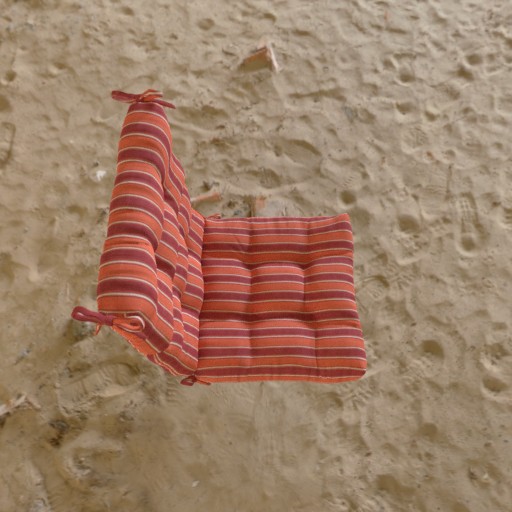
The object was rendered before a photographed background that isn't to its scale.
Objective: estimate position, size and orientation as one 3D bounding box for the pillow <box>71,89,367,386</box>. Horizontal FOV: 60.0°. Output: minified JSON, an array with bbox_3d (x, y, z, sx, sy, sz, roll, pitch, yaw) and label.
[{"bbox_3d":[0.000,0.000,1.026,0.571,0.605,0.519,0,65,0],"label":"pillow"}]
